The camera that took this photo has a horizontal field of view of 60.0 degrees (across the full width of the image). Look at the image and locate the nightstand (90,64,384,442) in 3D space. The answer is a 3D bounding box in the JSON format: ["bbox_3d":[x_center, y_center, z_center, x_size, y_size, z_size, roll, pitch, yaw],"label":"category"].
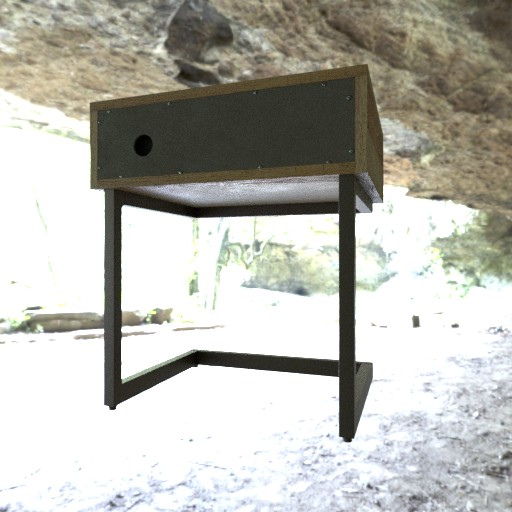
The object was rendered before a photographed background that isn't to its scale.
[{"bbox_3d":[0.000,0.000,1.045,0.558,0.632,0.481,0,0,19],"label":"nightstand"}]
